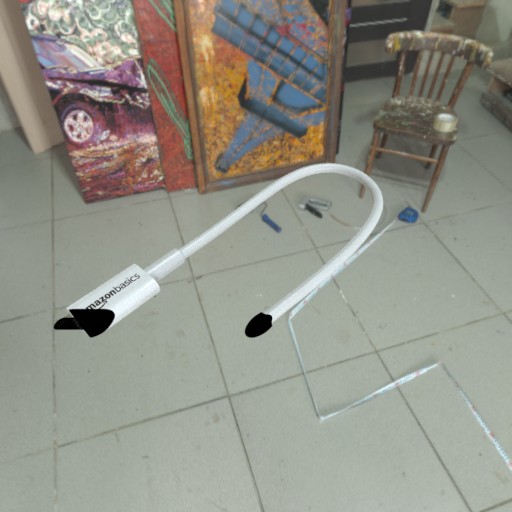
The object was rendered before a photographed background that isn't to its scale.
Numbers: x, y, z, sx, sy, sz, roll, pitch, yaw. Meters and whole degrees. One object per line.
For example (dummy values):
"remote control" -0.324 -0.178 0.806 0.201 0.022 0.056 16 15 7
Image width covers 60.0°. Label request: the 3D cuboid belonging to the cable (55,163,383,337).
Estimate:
"cable" 0.000 0.000 0.115 0.040 0.006 0.098 34 55 28
